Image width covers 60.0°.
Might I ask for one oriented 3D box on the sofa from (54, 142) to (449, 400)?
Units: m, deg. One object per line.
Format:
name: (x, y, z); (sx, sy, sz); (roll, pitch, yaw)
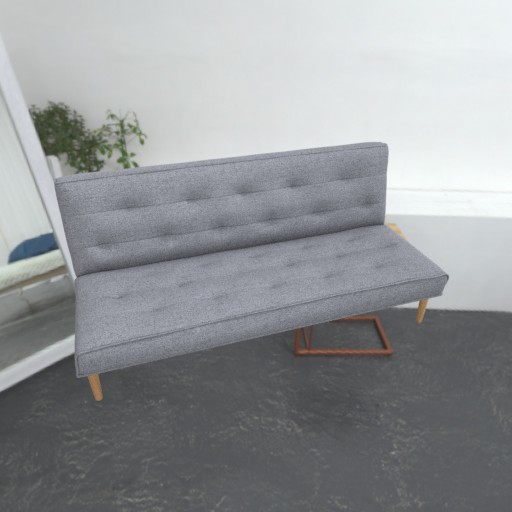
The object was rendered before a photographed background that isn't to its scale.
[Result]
sofa: (0.000, 0.000, 2.281); (1.820, 0.830, 0.810); (-10, 33, -16)
